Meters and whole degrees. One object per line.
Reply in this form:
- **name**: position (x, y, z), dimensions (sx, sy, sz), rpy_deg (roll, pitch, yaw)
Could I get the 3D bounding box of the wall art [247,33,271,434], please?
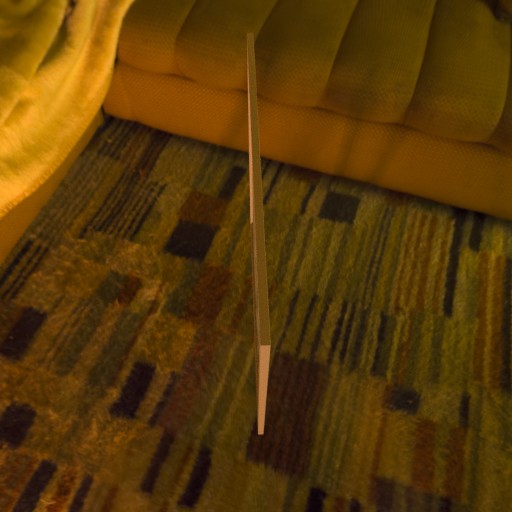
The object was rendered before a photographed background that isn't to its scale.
- **wall art**: position (0.000, 0.000, 0.700), dimensions (0.009, 0.457, 0.456), rpy_deg (-2, 59, -1)
